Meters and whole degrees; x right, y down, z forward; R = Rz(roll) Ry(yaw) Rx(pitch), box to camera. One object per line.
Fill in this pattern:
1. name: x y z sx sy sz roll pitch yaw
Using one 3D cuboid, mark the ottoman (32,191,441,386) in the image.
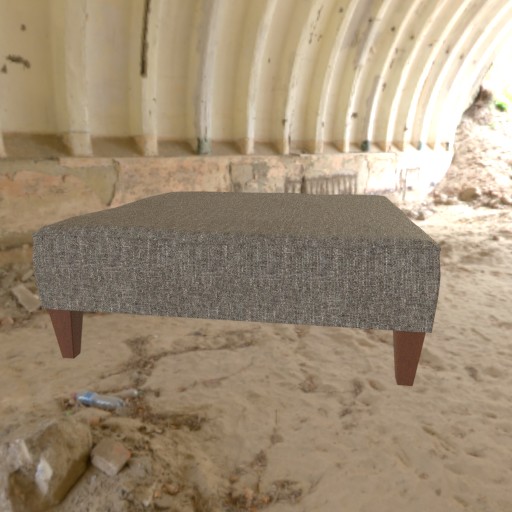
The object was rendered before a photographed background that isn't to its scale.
1. ottoman: 0.000 0.000 1.522 0.981 0.379 1.016 2 14 9
